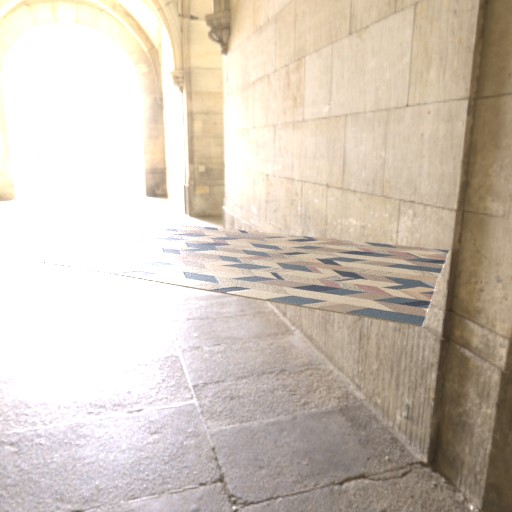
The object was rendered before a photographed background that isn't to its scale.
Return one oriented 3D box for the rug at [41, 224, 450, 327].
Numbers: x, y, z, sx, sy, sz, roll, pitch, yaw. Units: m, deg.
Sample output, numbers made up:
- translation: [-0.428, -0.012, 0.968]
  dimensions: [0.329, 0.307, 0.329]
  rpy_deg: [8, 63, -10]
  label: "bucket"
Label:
- translation: [0.000, 0.000, 2.336]
  dimensions: [1.813, 0.006, 1.202]
  rpy_deg: [7, 16, 26]
  label: "rug"
